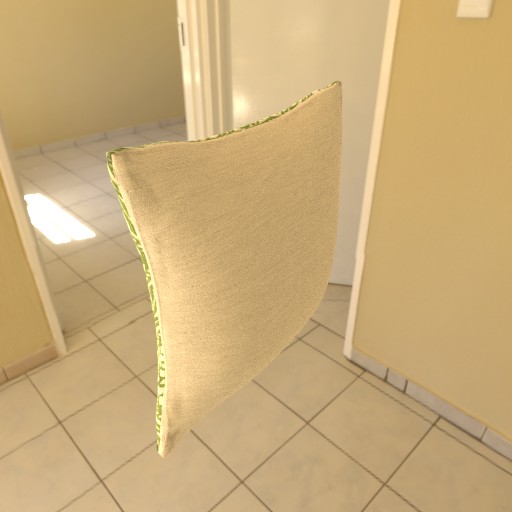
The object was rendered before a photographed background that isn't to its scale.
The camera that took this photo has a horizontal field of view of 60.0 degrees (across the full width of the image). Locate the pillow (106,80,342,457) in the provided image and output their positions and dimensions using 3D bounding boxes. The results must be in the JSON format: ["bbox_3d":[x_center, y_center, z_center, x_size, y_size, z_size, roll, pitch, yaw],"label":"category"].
[{"bbox_3d":[0.000,0.000,0.637,0.162,0.419,0.440,21,37,31],"label":"pillow"}]
